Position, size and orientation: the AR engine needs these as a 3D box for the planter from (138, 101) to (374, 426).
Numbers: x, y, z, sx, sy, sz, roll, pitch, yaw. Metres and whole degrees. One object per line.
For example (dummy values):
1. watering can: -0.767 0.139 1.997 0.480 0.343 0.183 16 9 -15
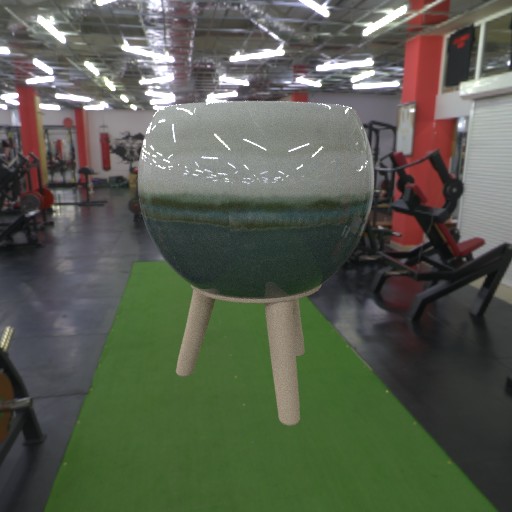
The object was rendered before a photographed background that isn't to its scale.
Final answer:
1. planter: 0.000 0.000 0.446 0.222 0.278 0.222 0 13 0
